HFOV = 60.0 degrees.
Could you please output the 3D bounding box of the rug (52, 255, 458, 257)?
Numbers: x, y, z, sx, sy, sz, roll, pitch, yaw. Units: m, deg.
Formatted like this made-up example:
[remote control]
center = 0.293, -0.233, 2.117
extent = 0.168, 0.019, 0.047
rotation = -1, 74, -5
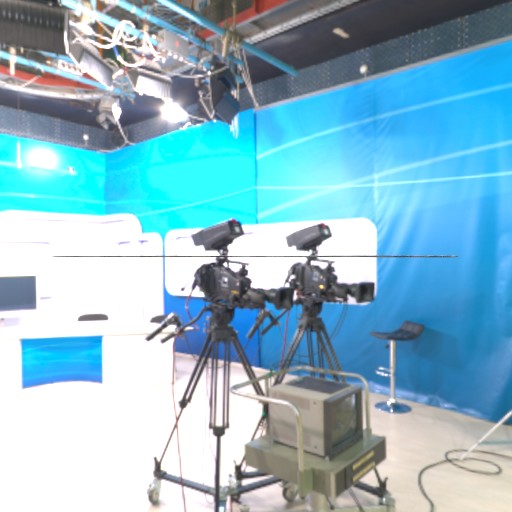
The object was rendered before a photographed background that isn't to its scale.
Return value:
[rug]
center = 0.000, 0.000, 4.158
extent = 2.432, 0.013, 3.021
rotation = 0, 0, 0
